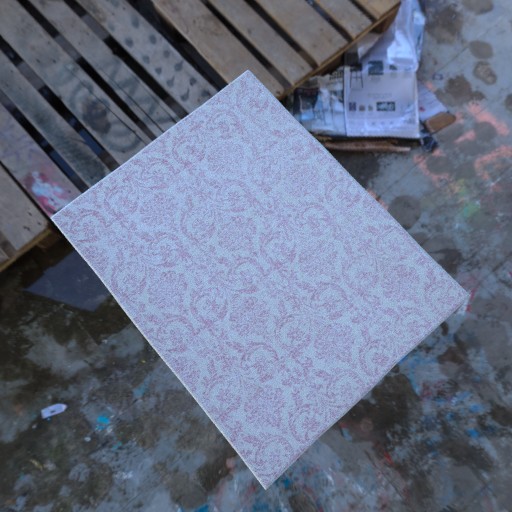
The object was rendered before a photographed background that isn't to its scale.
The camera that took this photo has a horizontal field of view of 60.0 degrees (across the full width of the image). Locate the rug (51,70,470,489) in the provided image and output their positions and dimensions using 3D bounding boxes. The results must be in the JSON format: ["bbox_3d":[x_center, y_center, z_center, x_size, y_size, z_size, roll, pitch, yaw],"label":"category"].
[{"bbox_3d":[0.000,0.000,3.945,2.363,0.012,2.980,-40,80,-9],"label":"rug"}]
